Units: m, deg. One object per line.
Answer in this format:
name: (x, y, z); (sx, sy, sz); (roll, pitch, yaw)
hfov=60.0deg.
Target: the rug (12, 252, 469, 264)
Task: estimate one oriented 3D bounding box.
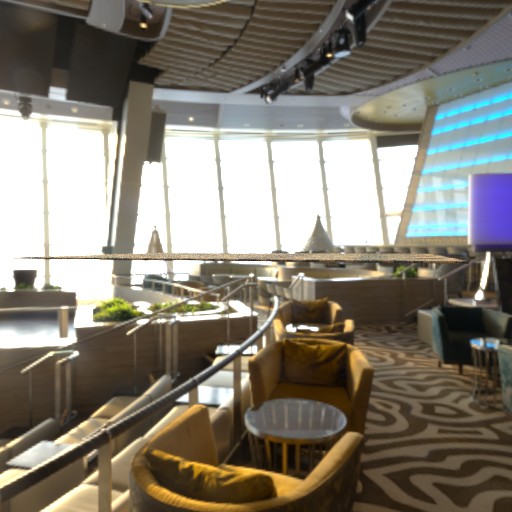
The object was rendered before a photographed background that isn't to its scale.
rug: (0.000, 0.000, 2.874); (2.261, 0.013, 1.676); (0, 1, 16)
